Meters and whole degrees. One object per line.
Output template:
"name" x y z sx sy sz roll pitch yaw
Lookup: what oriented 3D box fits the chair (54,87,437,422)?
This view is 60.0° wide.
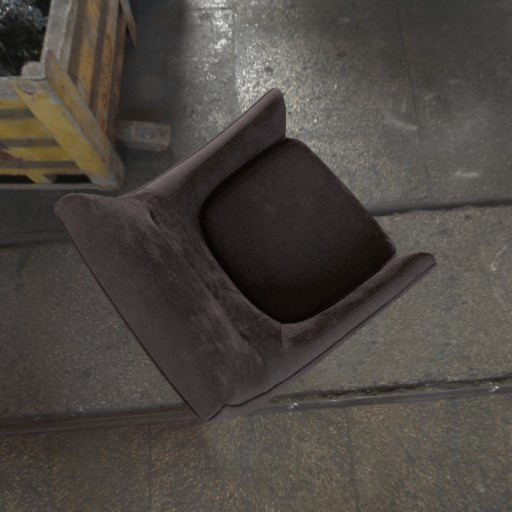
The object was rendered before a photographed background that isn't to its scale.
"chair" 0.000 0.000 1.425 0.787 0.838 0.762 -37 77 -10
